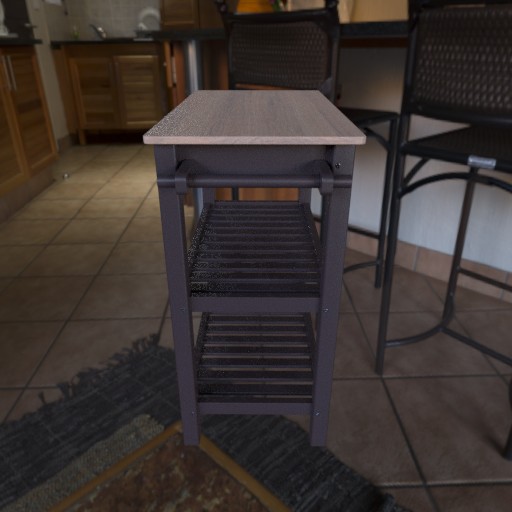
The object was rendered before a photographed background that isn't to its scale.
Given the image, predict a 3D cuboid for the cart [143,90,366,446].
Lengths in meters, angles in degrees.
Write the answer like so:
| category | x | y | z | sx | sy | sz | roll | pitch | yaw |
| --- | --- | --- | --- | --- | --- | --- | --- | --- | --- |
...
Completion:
| category | x | y | z | sx | sy | sz | roll | pitch | yaw |
| --- | --- | --- | --- | --- | --- | --- | --- | --- | --- |
| cart | 0.000 | 0.000 | 1.451 | 0.457 | 0.927 | 0.899 | 0 | 26 | 0 |
